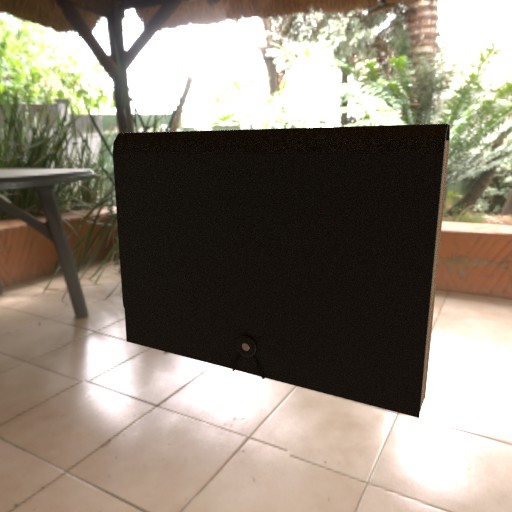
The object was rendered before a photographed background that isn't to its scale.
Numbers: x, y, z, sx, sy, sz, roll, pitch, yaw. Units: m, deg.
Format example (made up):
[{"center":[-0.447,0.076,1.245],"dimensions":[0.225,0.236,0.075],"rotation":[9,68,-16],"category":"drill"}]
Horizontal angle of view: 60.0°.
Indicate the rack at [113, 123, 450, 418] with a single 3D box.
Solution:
[{"center":[0.000,0.000,0.437],"dimensions":[0.330,0.241,0.041],"rotation":[7,15,27],"category":"rack"}]
